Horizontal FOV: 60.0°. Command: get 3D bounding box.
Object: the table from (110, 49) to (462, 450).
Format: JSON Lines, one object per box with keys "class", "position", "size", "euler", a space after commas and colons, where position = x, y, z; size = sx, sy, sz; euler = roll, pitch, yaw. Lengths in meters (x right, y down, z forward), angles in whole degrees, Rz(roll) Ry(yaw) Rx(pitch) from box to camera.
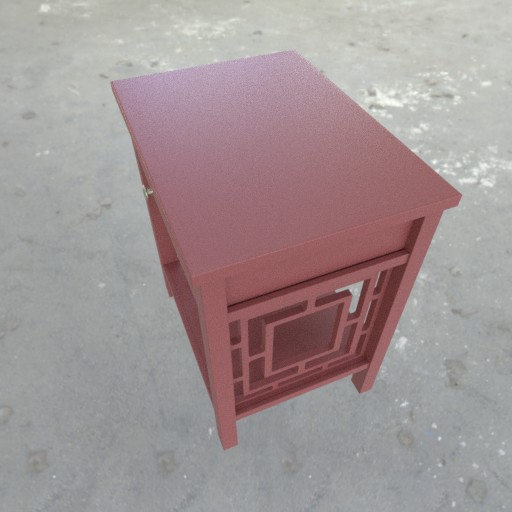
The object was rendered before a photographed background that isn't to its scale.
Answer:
{"class": "table", "position": [0.000, 0.000, 1.071], "size": [0.451, 0.686, 0.599], "euler": [-17, 49, -15]}
